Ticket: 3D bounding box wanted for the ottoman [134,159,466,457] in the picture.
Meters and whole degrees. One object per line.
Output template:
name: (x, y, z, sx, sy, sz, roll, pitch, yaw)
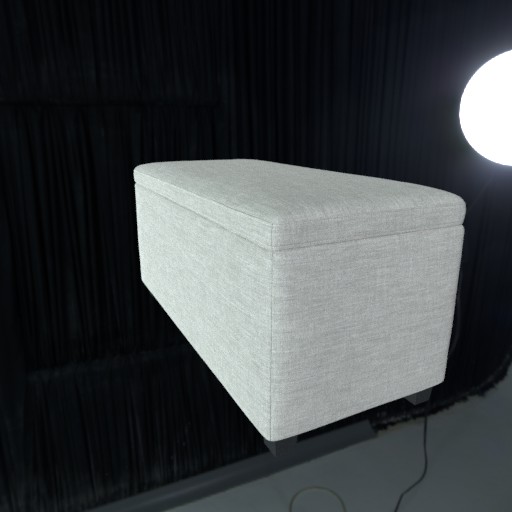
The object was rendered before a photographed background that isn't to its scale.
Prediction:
ottoman: (0.000, 0.000, 1.116, 0.419, 0.432, 0.902, -8, 18, -26)
